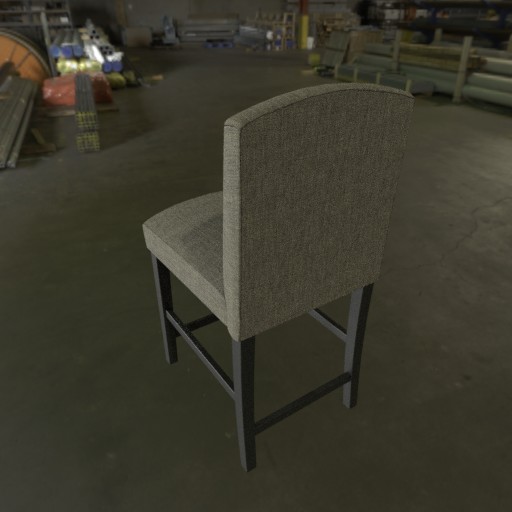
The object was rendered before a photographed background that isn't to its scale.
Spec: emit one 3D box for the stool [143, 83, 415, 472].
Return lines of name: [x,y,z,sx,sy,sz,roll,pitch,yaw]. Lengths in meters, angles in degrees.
stool: [0.000,0.000,1.232,0.451,0.966,0.552,-19,35,-29]
